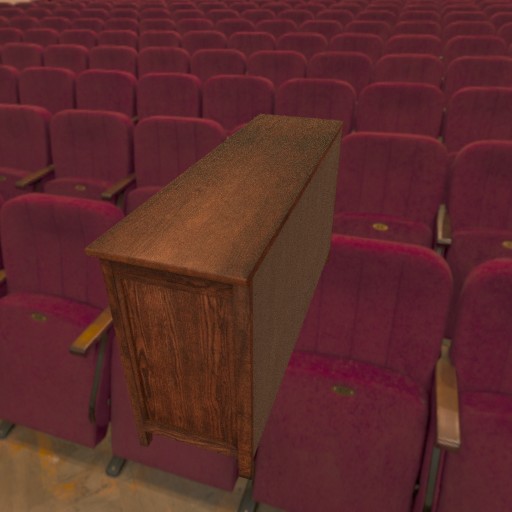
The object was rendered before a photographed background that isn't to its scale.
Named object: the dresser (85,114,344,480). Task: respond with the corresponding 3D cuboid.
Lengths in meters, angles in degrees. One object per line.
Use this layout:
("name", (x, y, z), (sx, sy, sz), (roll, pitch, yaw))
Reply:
("dresser", (0.000, 0.000, 1.976), (0.463, 0.856, 1.551), (10, 33, 15))
